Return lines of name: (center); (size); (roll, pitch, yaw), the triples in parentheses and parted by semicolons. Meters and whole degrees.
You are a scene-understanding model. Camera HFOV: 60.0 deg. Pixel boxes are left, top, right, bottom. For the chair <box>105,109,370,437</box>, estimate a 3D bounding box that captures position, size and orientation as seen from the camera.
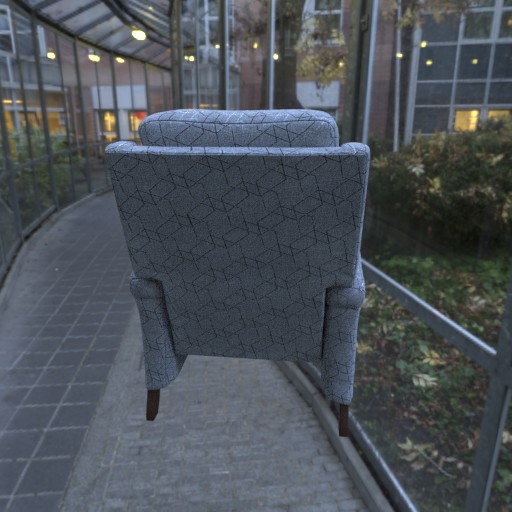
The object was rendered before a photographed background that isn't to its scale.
chair: (0.000, 0.000, 1.693); (0.753, 1.048, 0.987); (2, 17, 7)
